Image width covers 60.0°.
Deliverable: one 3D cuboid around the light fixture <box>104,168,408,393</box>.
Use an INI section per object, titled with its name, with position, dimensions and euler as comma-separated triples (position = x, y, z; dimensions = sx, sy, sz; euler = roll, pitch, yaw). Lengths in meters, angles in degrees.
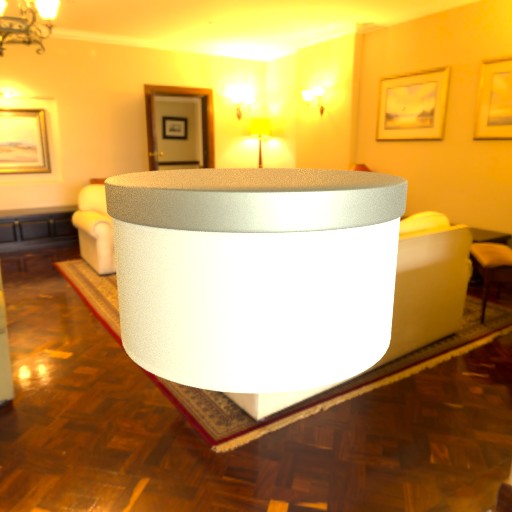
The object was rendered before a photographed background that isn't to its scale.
[light fixture]
position = 0.000, 0.000, 0.632
dimensions = 0.393, 0.229, 0.393
euler = 0, 14, 0
